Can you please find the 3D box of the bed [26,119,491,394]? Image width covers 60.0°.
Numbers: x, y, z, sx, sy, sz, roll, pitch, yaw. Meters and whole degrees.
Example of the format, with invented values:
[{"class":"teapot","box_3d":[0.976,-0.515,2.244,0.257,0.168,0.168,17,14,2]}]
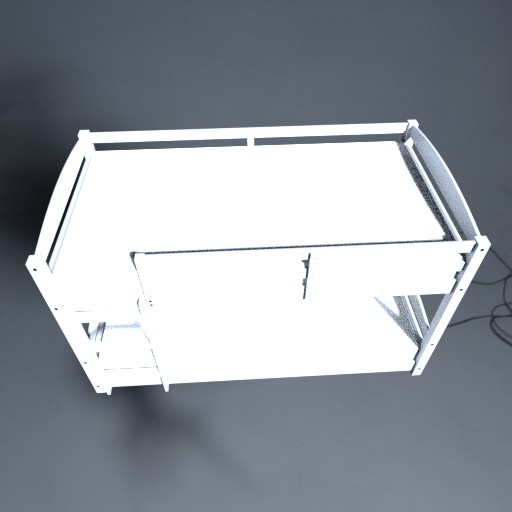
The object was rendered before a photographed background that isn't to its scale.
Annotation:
[{"class":"bed","box_3d":[0.000,0.000,2.672,2.013,1.206,1.105,-3,46,-2]}]
